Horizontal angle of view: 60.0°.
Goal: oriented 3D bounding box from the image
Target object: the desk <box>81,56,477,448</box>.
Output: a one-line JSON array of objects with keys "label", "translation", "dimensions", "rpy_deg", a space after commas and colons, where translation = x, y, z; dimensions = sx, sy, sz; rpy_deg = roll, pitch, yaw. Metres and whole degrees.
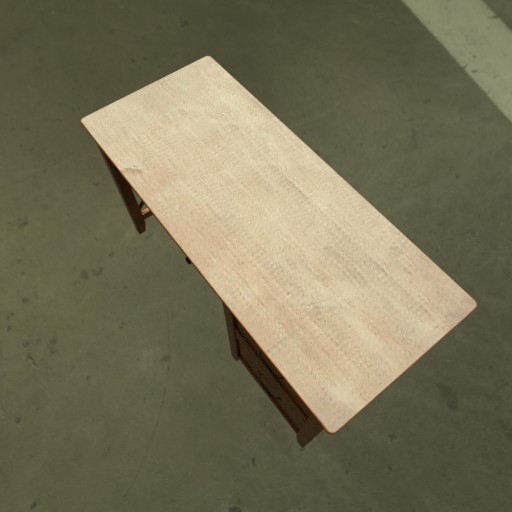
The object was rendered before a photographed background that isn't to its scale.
[{"label": "desk", "translation": [0.000, 0.000, 1.769], "dimensions": [0.574, 0.756, 1.353], "rpy_deg": [-34, 67, -17]}]
